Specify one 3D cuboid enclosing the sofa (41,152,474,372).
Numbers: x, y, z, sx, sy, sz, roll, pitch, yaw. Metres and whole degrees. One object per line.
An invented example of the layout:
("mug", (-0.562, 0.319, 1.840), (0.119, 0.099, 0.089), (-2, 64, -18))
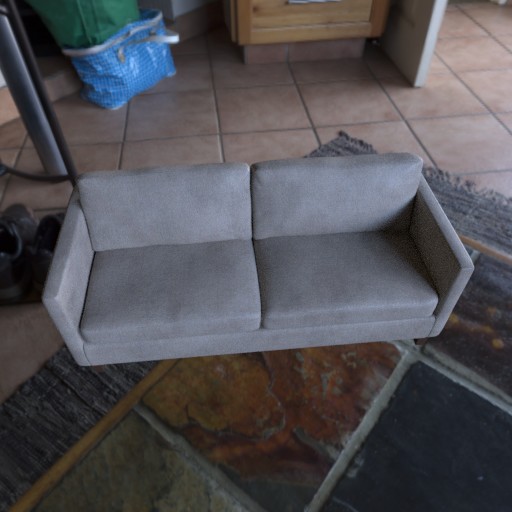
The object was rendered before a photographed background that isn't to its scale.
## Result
("sofa", (0.000, 0.000, 2.702), (2.208, 0.965, 0.951), (-4, 47, -4))
